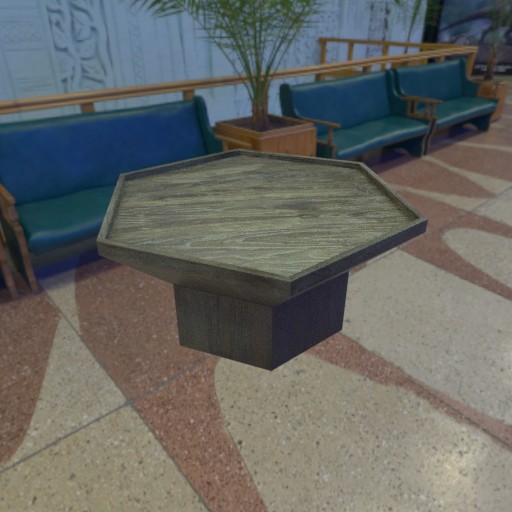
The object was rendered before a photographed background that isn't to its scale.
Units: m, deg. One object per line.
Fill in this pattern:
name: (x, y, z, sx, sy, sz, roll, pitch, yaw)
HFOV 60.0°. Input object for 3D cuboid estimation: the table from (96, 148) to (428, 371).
table: (0.000, 0.000, 1.632, 1.115, 0.488, 0.966, -21, 36, -33)
